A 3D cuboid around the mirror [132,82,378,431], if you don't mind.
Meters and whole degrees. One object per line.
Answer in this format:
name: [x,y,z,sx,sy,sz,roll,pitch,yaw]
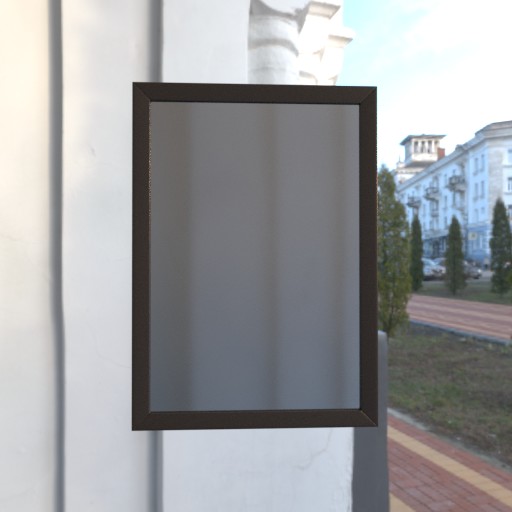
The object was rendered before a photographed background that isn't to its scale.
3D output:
mirror: [0.000,0.000,0.932,0.507,0.710,0.040,0,0,-3]
